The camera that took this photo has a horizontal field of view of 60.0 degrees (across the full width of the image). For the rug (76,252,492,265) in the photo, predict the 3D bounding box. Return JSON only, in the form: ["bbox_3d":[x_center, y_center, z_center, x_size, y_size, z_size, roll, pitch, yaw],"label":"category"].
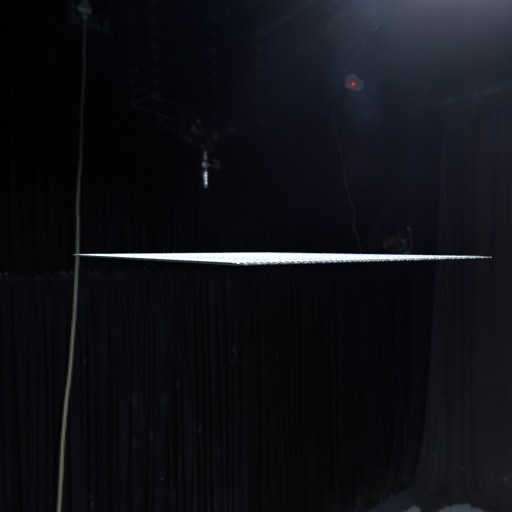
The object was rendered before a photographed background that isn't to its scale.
[{"bbox_3d":[0.000,0.000,3.837,2.312,0.013,2.940,-1,1,-36],"label":"rug"}]
